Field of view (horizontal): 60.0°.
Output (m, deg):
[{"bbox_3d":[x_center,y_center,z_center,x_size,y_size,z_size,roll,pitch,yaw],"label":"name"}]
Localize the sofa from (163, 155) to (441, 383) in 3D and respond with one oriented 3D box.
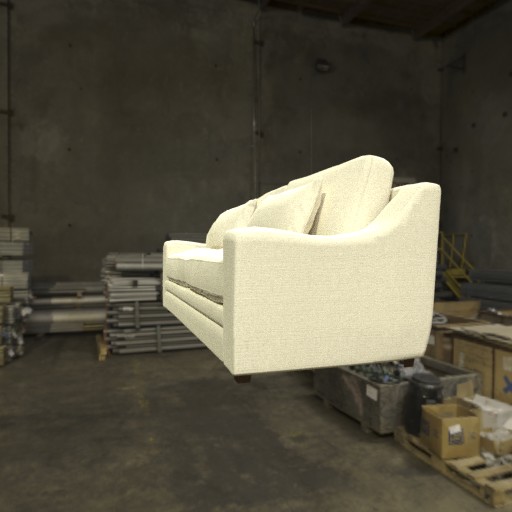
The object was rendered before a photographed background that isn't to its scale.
[{"bbox_3d":[0.000,0.000,3.040,1.009,1.022,2.470,0,1,-18],"label":"sofa"}]
